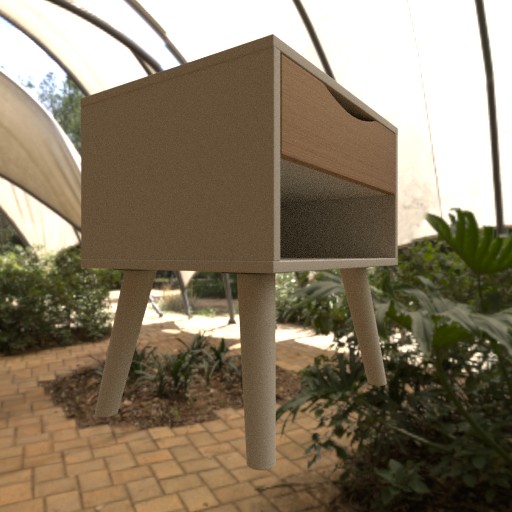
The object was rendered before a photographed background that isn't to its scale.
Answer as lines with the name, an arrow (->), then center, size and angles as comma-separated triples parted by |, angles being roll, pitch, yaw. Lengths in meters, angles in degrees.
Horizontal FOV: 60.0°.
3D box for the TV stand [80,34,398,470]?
TV stand -> 0.000, 0.000, 0.879 | 0.405, 0.559, 0.508 | 0, 0, 35
